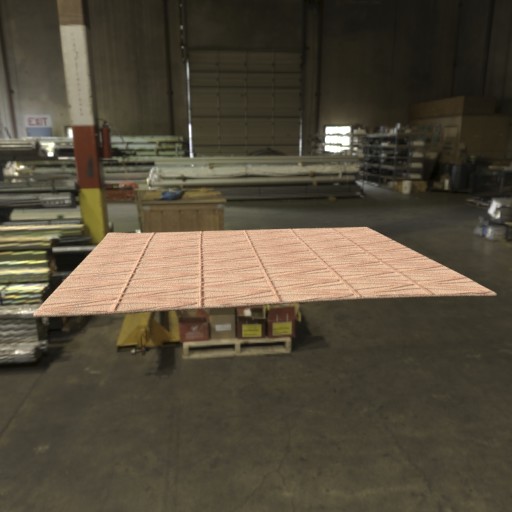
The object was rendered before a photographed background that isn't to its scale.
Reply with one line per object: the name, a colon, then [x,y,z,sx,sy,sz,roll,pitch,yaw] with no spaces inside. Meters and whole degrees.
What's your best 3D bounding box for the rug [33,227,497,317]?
rug: [0.000,0.000,4.031,3.052,0.043,2.453,-2,15,-7]
